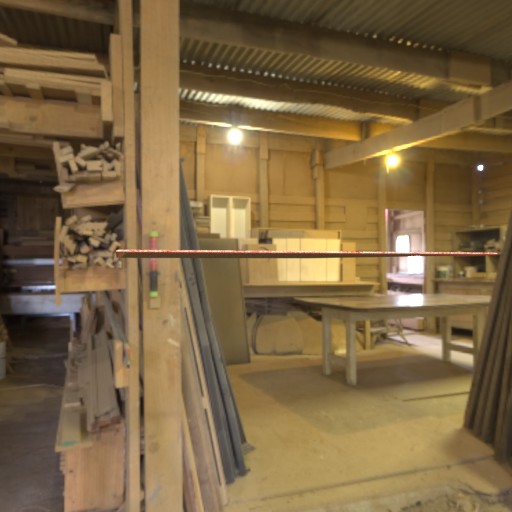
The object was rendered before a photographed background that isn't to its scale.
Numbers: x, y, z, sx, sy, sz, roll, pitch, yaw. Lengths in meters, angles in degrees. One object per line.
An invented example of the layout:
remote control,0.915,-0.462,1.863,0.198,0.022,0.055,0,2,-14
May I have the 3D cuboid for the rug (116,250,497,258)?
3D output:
rug,0.000,0.000,4.056,2.441,0.016,3.050,0,-1,-17
